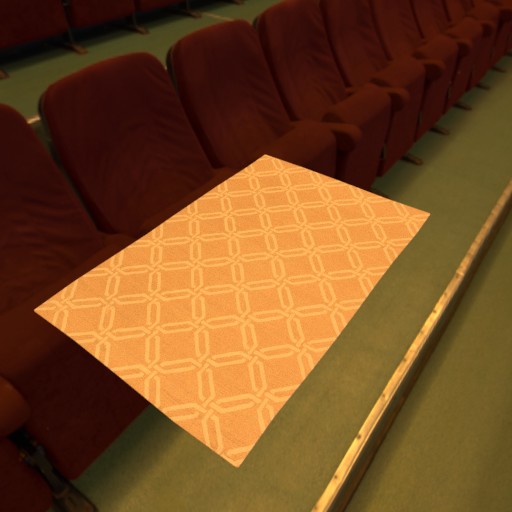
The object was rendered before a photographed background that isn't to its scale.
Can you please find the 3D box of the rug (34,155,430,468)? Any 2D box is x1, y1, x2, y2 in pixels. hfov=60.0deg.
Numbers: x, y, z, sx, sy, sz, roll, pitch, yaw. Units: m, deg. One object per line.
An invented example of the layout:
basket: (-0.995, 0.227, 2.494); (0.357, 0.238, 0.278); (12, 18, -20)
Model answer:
rug: (0.000, 0.000, 2.201); (1.146, 0.010, 1.745); (26, 48, 27)
